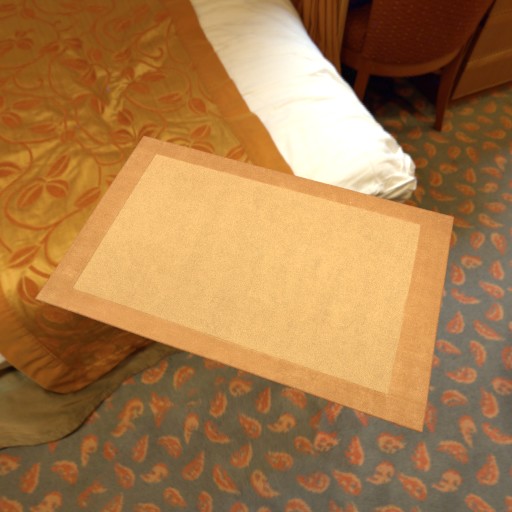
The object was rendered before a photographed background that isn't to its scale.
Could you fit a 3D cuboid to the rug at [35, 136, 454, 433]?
[{"bbox_3d":[0.000,0.000,2.974,2.438,0.014,1.524,17,61,10],"label":"rug"}]
